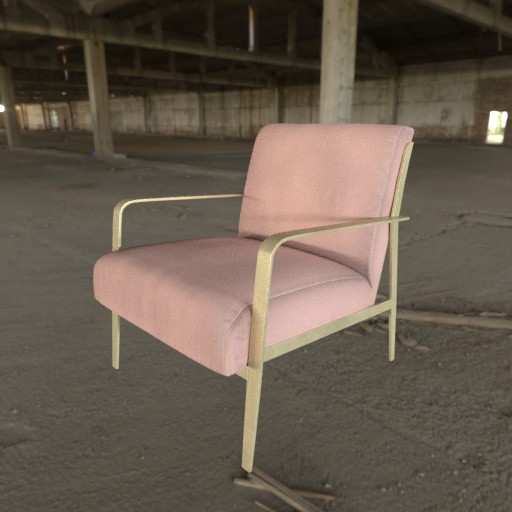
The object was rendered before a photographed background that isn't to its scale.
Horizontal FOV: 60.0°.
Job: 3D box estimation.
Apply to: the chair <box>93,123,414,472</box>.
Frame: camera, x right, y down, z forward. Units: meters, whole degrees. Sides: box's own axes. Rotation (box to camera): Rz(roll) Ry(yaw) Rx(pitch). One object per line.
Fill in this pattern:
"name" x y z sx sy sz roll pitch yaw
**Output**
"chair" 0.000 0.000 1.444 0.848 0.823 0.701 -16 24 -42
